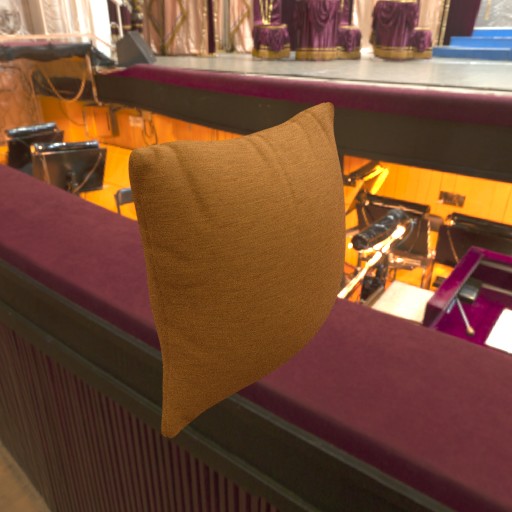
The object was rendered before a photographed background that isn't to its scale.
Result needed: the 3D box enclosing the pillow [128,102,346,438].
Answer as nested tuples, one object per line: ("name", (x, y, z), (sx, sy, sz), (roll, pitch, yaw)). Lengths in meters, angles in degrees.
("pillow", (0.000, 0.000, 0.696), (0.247, 0.417, 0.435), (18, 32, 32))
